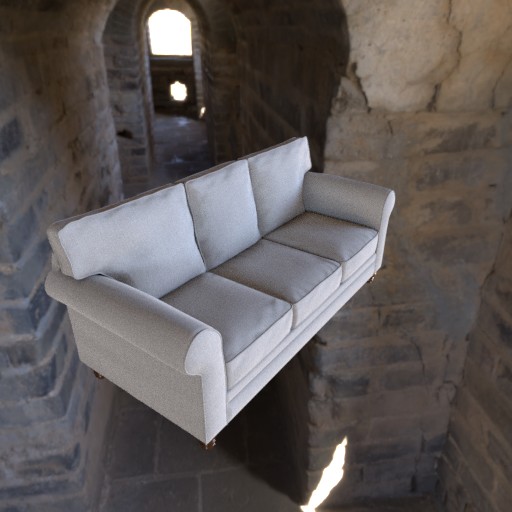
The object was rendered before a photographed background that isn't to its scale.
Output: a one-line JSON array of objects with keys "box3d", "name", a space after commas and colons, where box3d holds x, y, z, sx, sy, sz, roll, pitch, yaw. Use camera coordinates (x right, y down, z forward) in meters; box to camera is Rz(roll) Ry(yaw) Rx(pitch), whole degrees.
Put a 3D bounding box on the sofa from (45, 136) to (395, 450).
[{"box3d": [0.000, 0.000, 2.596, 0.916, 0.961, 2.084, 19, 33, 31], "name": "sofa"}]
